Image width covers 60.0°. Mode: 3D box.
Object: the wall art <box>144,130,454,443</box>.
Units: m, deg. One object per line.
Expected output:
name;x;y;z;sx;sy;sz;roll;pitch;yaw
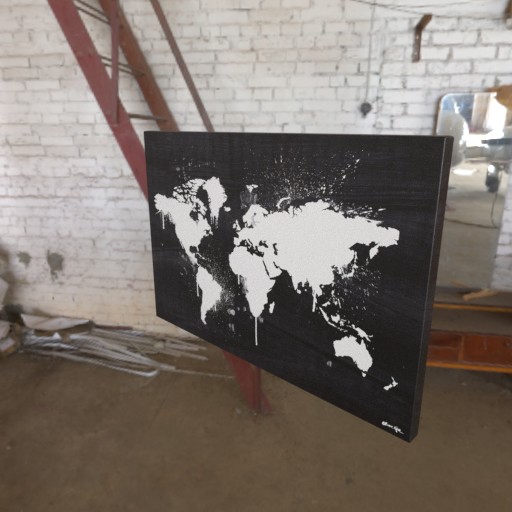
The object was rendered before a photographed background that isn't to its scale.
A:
wall art;0.000;0.000;1.138;0.912;0.612;0.038;15;22;42
